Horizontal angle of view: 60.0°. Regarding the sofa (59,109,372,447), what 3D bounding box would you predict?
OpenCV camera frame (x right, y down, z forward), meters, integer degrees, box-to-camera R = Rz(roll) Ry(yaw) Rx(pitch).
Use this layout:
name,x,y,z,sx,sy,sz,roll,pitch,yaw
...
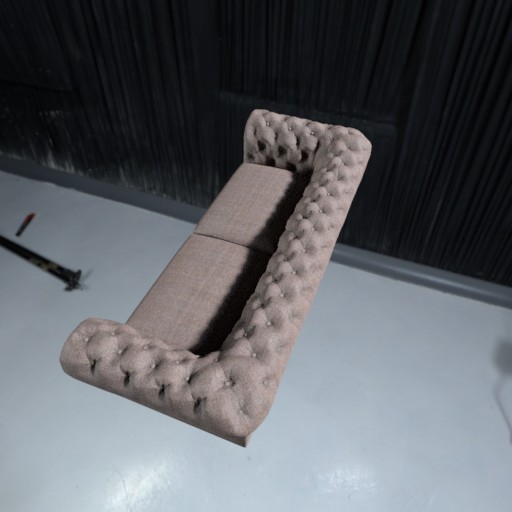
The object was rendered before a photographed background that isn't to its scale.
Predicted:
name,x,y,z,sx,sy,sz,roll,pitch,yaw
sofa,0.000,0.000,2.790,0.944,0.787,2.385,16,49,15
